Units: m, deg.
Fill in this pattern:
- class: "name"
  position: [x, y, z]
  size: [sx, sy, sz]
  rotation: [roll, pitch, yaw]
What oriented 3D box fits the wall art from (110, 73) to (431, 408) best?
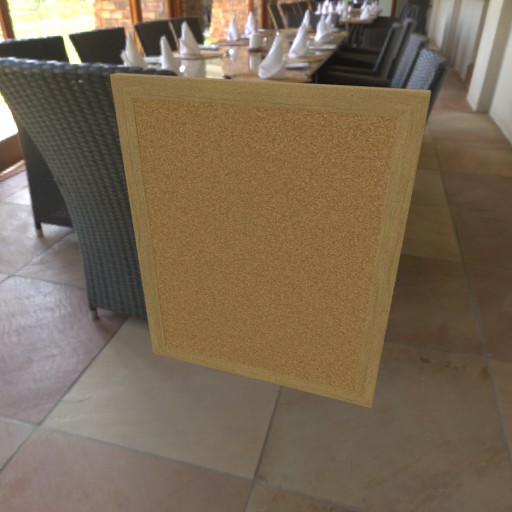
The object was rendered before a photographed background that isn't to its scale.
- class: "wall art"
  position: [0.000, 0.000, 0.757]
  size: [0.460, 0.561, 0.020]
  rotation: [10, 32, 16]
